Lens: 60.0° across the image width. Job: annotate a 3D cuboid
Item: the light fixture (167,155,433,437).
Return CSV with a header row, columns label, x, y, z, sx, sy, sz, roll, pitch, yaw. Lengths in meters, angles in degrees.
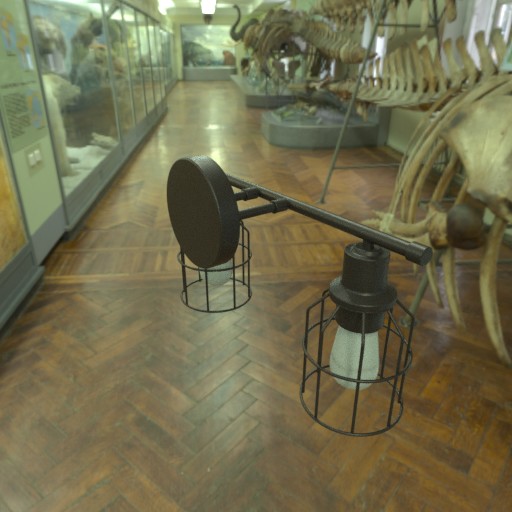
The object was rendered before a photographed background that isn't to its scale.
label,x,y,z,sx,sy,sz,roll,pitch,yaw
light fixture,0.000,0.000,0.530,0.165,0.254,0.406,-17,30,-32
